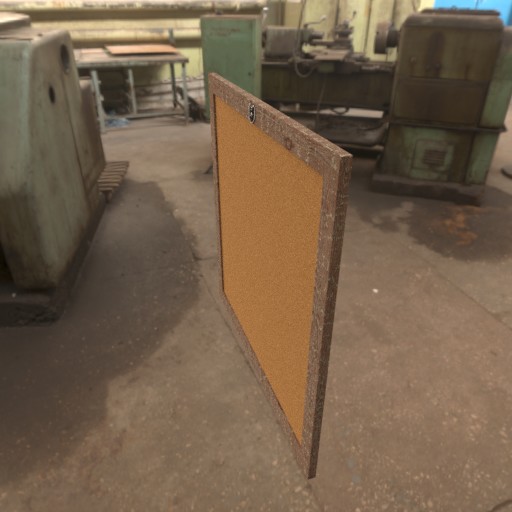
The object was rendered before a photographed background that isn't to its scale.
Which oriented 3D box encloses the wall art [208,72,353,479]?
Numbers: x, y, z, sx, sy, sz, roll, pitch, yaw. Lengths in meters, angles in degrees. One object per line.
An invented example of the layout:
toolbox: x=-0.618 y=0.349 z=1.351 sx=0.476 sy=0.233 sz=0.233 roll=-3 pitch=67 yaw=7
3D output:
wall art: x=0.000 y=0.000 z=0.569 sx=0.012 sy=0.384 sz=0.384 roll=-10 pitch=33 yaw=-16
